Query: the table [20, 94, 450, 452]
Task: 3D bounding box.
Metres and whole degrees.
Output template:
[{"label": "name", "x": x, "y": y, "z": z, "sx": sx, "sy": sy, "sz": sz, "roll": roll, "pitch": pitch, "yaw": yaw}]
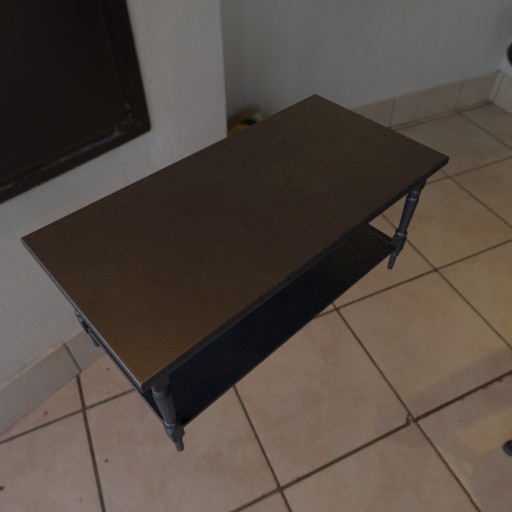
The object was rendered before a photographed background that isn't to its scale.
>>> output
[{"label": "table", "x": 0.000, "y": 0.000, "z": 1.415, "sx": 1.107, "sy": 0.510, "sz": 0.550, "roll": -34, "pitch": 56, "yaw": -28}]
